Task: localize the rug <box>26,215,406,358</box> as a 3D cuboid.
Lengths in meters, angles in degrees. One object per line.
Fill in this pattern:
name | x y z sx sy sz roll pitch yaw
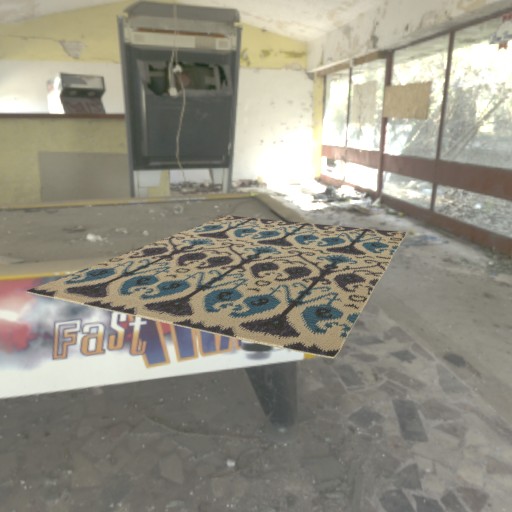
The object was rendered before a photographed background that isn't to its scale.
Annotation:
rug | 0.000 0.000 4.329 2.443 0.024 3.228 8 18 24
